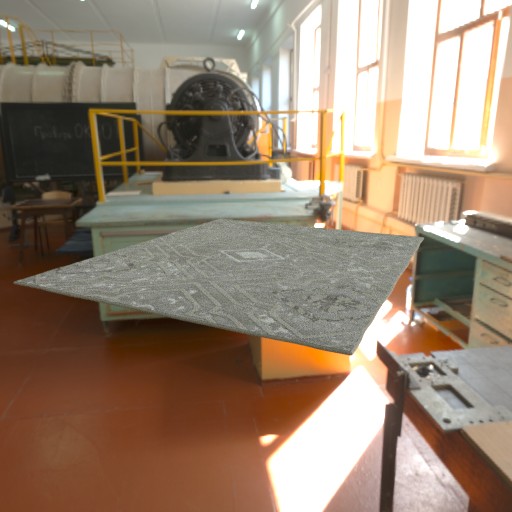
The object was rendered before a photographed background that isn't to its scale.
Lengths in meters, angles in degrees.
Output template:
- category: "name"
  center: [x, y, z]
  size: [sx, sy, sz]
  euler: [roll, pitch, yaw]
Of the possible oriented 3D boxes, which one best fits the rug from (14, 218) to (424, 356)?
- category: "rug"
  center: [0.000, 0.000, 0.863]
  size: [0.548, 0.006, 0.639]
  euler: [7, 17, 26]
